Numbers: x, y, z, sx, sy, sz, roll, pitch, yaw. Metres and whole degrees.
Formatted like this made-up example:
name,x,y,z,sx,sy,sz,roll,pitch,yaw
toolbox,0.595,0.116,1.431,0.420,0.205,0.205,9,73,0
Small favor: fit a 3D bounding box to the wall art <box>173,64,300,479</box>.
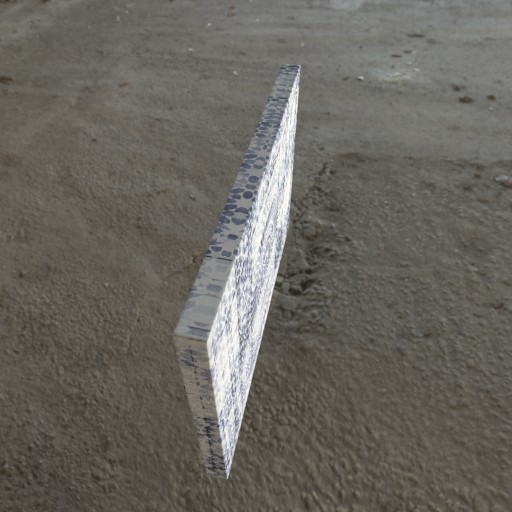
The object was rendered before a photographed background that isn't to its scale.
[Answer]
name,x,y,z,sx,sy,sz,roll,pitch,yaw
wall art,0.000,0.000,1.147,0.057,0.608,0.911,9,48,8
